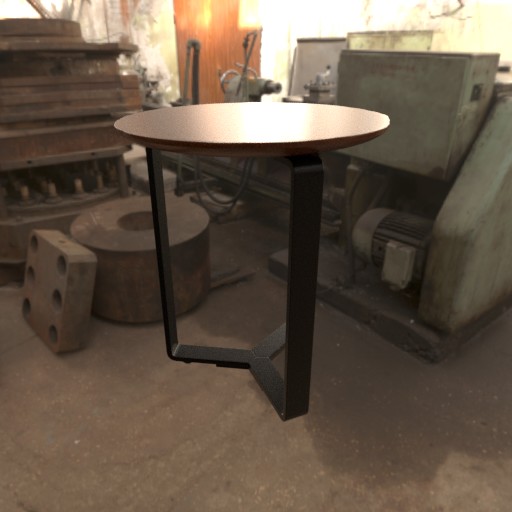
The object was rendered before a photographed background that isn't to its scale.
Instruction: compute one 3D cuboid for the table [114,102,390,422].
[{"bbox_3d":[0.000,0.000,0.746,0.380,0.450,0.410,18,30,33],"label":"table"}]
